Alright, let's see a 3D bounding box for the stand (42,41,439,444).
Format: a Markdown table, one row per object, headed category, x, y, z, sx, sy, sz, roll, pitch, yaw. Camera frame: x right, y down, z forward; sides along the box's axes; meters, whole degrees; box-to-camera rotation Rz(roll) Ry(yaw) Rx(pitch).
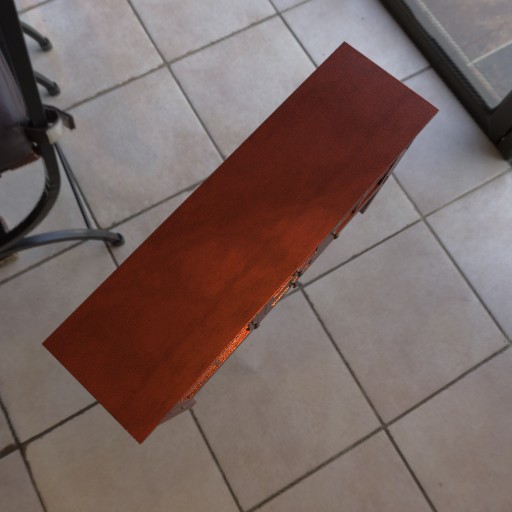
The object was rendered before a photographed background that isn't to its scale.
| category | x | y | z | sx | sy | sz | roll | pitch | yaw |
| --- | --- | --- | --- | --- | --- | --- | --- | --- | --- |
| stand | 0.000 | 0.000 | 1.767 | 0.410 | 0.872 | 1.362 | 41 | 79 | 10 |
